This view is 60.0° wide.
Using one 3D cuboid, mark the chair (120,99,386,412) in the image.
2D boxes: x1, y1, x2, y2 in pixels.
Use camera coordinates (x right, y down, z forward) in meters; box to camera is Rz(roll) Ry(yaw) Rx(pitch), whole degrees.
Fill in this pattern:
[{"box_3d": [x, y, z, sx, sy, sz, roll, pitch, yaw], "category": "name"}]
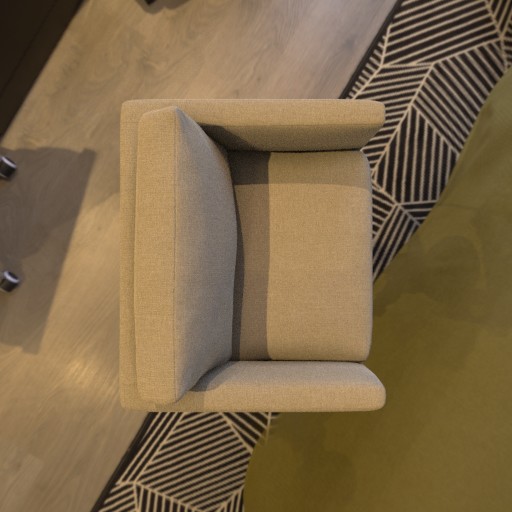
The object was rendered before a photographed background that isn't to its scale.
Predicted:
[{"box_3d": [0.000, 0.000, 1.801, 0.959, 0.963, 1.107, 0, 89, 0], "category": "chair"}]
